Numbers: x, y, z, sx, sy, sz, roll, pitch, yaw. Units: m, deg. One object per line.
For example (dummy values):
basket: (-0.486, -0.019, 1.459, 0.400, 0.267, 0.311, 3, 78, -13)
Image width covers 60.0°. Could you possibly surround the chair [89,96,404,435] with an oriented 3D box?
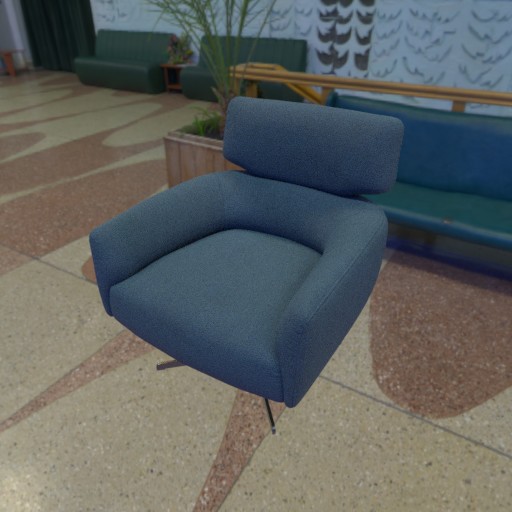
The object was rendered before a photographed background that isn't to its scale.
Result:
chair: (0.000, 0.000, 1.399, 0.738, 0.813, 0.761, 19, 35, 28)
